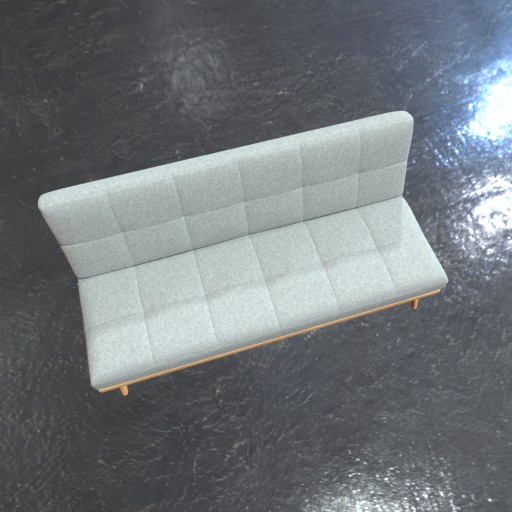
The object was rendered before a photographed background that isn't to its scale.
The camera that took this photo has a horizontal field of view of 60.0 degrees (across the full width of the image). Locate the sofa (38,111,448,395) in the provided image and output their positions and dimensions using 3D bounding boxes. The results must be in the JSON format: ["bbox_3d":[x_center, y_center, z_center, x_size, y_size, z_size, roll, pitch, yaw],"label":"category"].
[{"bbox_3d":[0.000,0.000,2.243,1.820,0.800,0.800,-15,64,-7],"label":"sofa"}]
